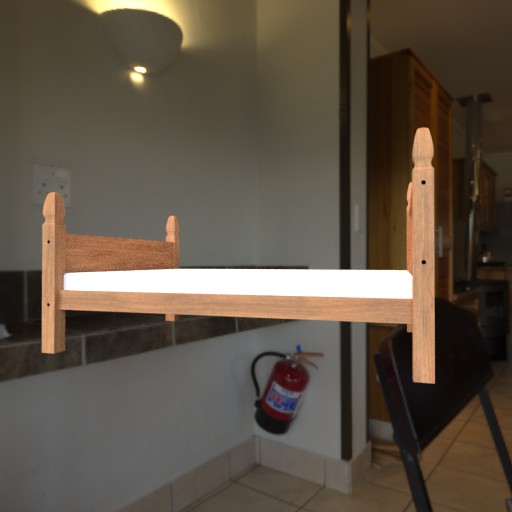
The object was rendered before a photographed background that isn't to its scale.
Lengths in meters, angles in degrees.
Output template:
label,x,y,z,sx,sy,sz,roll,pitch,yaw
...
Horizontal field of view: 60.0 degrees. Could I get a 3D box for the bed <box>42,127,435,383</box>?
label,x,y,z,sx,sy,sz,roll,pitch,yaw
bed,0.000,0.000,2.900,2.069,1.100,1.490,0,-1,18
